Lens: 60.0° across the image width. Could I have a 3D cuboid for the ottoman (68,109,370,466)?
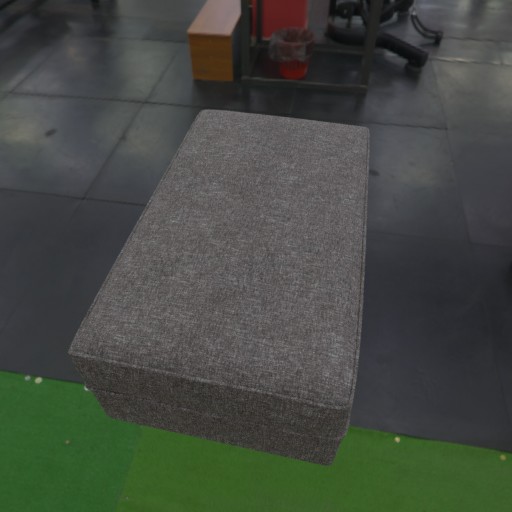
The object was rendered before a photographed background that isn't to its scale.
[{"bbox_3d":[0.000,0.000,1.537,0.717,0.487,1.184,9,49,8],"label":"ottoman"}]
